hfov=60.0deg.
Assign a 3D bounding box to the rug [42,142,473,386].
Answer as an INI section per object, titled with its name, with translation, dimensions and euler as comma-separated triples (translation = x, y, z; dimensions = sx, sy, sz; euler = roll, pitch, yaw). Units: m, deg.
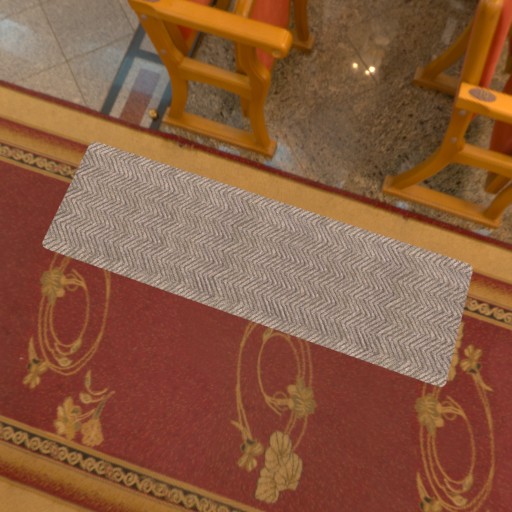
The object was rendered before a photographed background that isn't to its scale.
[rug]
translation = 0.000, 0.000, 2.440
dimensions = 2.286, 0.008, 0.686
euler = 19, 77, 5
